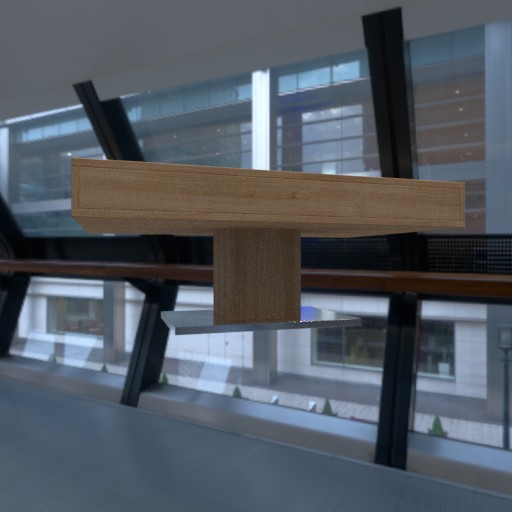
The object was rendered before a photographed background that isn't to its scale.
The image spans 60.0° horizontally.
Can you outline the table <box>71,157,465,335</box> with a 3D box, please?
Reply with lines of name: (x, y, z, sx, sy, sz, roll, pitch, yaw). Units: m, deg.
table: (0.000, 0.000, 1.501, 1.100, 0.440, 0.700, 0, 0, -18)
